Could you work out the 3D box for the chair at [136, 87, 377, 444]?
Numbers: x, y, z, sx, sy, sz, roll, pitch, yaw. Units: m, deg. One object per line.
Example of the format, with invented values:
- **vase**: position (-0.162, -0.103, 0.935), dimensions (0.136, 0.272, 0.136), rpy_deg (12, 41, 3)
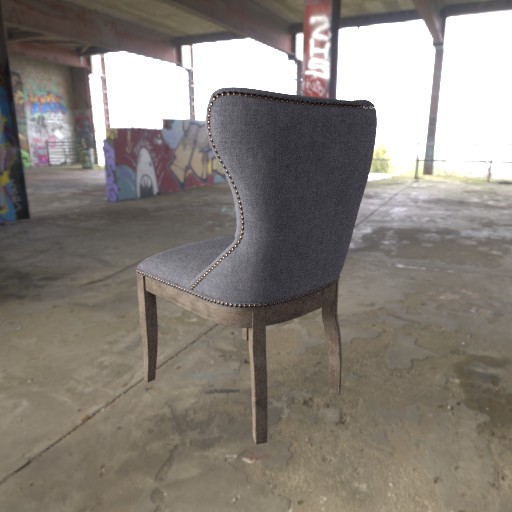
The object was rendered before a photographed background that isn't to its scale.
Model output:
- **chair**: position (0.000, 0.000, 1.490), dimensions (0.654, 1.002, 0.681), rpy_deg (-14, 21, -42)
